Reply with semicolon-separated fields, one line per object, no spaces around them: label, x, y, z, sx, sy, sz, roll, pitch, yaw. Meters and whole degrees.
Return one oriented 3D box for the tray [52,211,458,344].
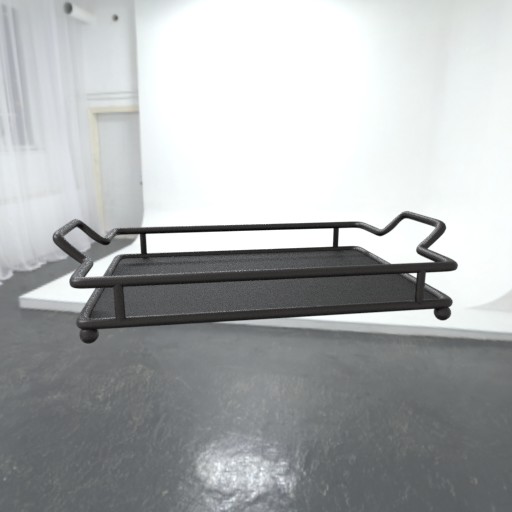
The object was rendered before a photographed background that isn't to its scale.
tray;0.000;0.000;0.609;0.495;0.101;0.297;-2;14;-9
